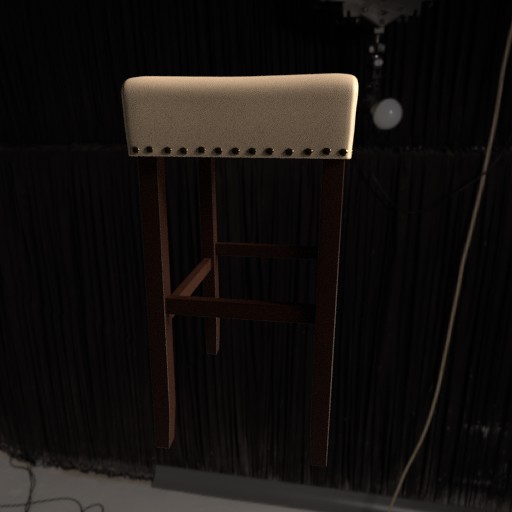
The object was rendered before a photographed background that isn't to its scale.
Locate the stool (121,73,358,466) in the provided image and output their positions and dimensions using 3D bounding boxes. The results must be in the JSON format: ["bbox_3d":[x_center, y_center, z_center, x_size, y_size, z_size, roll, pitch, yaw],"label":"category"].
[{"bbox_3d":[0.000,0.000,1.047,0.401,0.762,0.471,3,17,9],"label":"stool"}]
